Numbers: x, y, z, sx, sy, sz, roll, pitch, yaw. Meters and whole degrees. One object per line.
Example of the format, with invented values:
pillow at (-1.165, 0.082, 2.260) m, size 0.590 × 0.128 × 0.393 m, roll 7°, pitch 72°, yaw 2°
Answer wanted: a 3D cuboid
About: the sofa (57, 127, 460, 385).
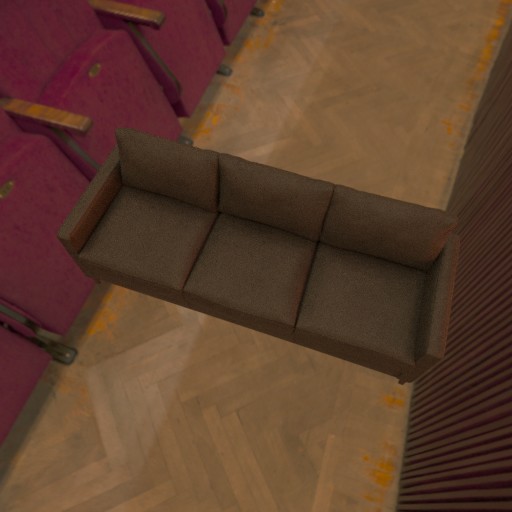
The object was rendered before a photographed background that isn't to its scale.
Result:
sofa at (0.000, 0.000, 2.445) m, size 2.029 × 0.805 × 0.748 m, roll 17°, pitch 61°, yaw 9°
